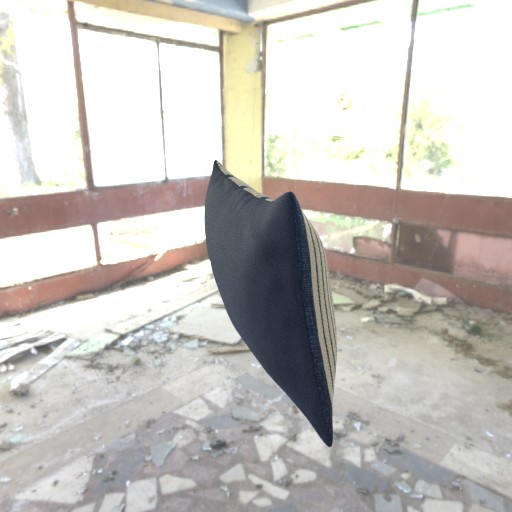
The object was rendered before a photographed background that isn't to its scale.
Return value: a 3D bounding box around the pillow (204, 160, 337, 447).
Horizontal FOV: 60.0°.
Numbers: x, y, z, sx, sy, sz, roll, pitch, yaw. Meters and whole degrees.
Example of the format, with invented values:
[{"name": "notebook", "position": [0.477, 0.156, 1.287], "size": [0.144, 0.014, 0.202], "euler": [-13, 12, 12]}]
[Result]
[{"name": "pillow", "position": [0.000, 0.000, 0.746], "size": [0.156, 0.292, 0.608], "euler": [-3, 16, -11]}]
